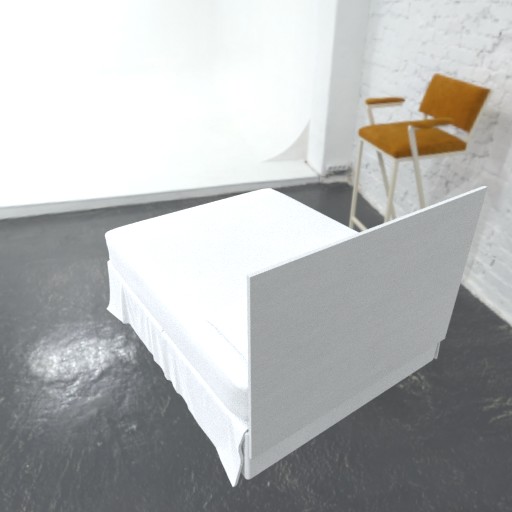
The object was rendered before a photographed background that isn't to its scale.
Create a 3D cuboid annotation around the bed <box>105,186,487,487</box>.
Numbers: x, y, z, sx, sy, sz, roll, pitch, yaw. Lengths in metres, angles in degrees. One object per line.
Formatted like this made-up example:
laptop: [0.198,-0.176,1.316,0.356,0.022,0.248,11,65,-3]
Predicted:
bed: [0.000,0.000,3.129,1.745,1.335,2.094,-20,36,-30]
